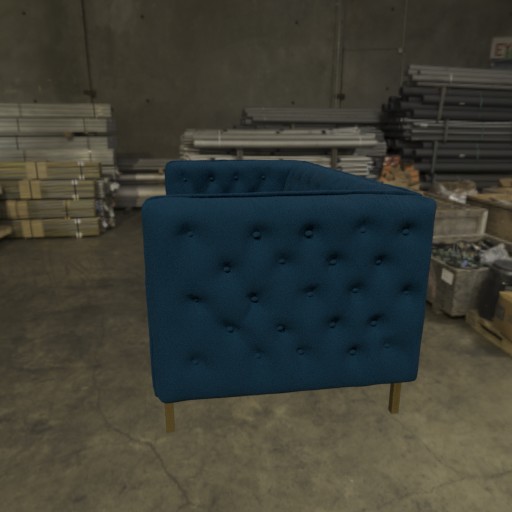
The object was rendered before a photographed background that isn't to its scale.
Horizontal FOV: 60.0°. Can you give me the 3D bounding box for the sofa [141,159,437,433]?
[{"bbox_3d":[0.000,0.000,2.112,0.909,0.810,1.583,-2,16,-8],"label":"sofa"}]
